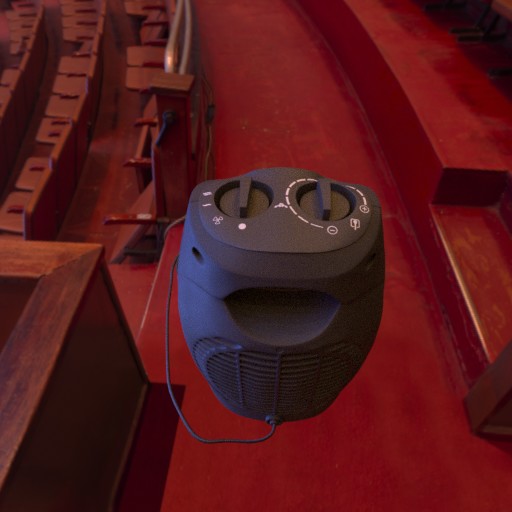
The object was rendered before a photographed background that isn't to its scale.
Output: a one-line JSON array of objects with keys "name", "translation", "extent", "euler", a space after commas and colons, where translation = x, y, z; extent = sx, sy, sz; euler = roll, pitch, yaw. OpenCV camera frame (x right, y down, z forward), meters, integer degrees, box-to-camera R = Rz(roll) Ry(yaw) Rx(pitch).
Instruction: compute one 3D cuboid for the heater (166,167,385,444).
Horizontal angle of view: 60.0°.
[{"name": "heater", "translation": [0.000, 0.000, 0.455], "extent": [0.239, 0.240, 0.291], "euler": [2, 45, 2]}]
